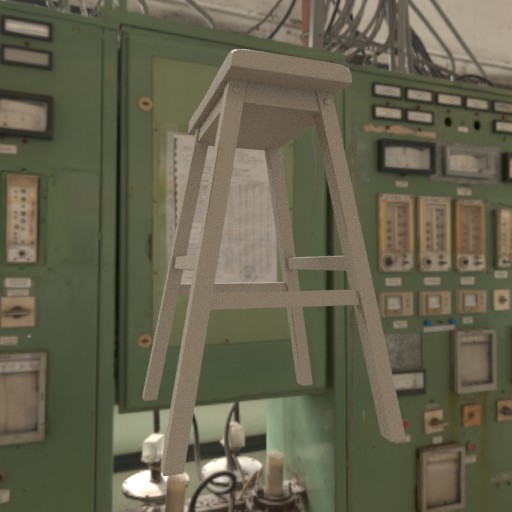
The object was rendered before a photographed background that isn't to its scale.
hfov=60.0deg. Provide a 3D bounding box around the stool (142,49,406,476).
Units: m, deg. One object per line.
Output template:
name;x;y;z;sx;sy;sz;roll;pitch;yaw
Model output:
stool;0.000;0.000;1.028;0.476;0.737;0.457;0;-1;-18
